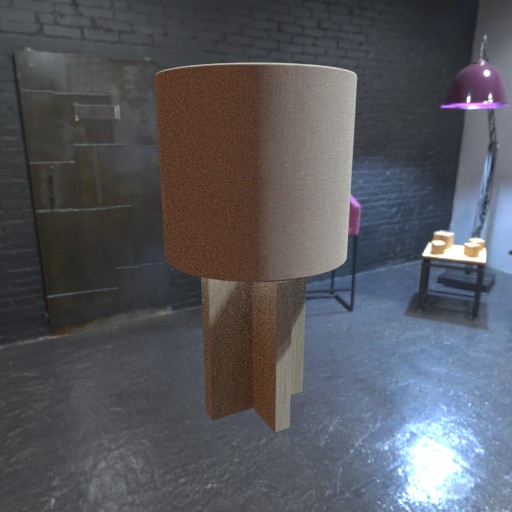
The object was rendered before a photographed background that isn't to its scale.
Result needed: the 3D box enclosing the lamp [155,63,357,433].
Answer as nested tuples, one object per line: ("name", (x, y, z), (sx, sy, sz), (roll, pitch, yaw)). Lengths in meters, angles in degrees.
("lamp", (0.000, 0.000, 0.569), (0.229, 0.428, 0.229), (-8, 18, -27))
